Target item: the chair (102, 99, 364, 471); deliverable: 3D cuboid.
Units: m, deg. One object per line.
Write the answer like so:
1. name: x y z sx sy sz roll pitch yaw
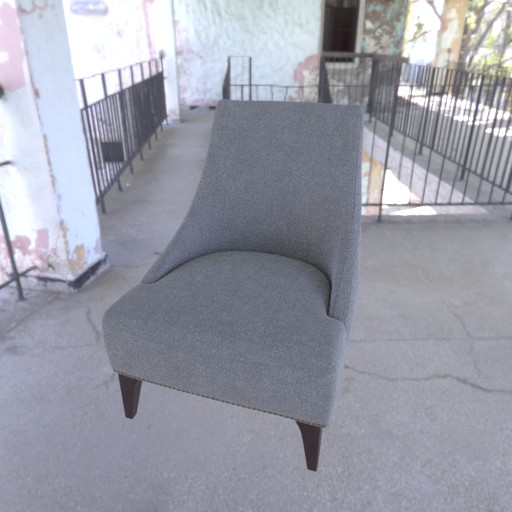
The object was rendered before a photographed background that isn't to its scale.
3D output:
1. chair: 0.000 0.000 1.491 0.701 0.909 0.861 8 27 17
